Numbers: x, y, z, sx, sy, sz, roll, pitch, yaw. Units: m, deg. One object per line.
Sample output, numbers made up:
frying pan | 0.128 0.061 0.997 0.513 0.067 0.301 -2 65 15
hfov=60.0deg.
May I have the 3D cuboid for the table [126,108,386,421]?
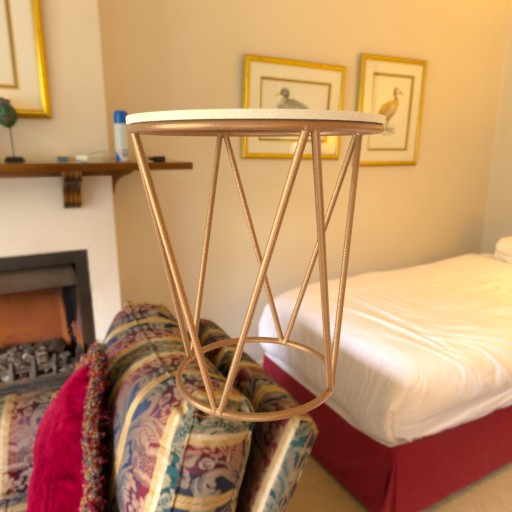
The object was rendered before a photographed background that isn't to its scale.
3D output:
table | 0.000 0.000 0.952 0.500 0.564 0.500 0 14 0
